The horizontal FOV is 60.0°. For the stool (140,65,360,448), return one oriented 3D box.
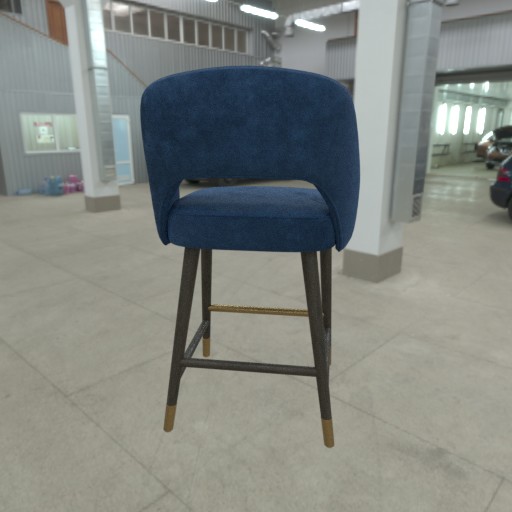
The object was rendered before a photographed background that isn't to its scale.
[{"bbox_3d":[0.000,0.000,1.239,0.536,0.925,0.524,2,16,8],"label":"stool"}]
